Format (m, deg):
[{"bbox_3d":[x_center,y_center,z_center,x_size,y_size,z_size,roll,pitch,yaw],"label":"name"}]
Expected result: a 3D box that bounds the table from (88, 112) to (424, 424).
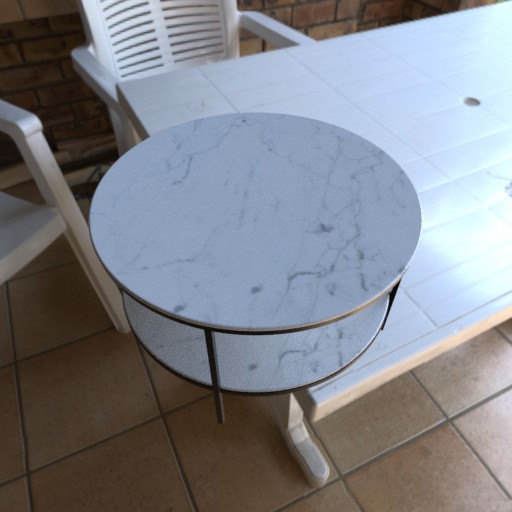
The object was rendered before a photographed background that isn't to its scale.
[{"bbox_3d":[0.000,0.000,1.252,0.800,0.450,0.800,0,46,0],"label":"table"}]
